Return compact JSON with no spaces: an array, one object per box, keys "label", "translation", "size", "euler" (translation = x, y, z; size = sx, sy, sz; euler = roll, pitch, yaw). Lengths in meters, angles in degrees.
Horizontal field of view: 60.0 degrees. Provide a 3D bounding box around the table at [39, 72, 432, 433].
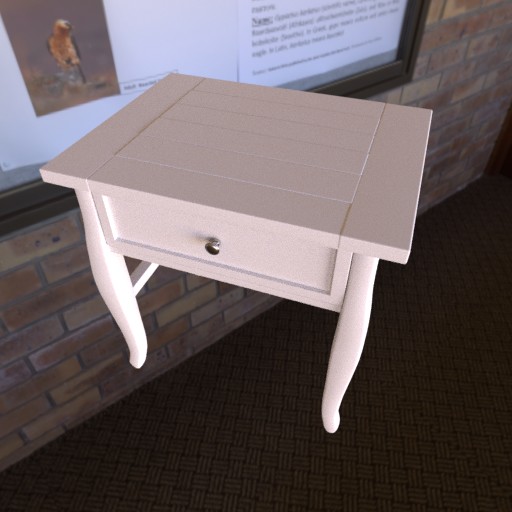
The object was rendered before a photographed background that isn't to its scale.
[{"label":"table","translation":[0.000,0.000,1.021],"size":[0.599,0.605,0.463],"euler":[14,44,15]}]
